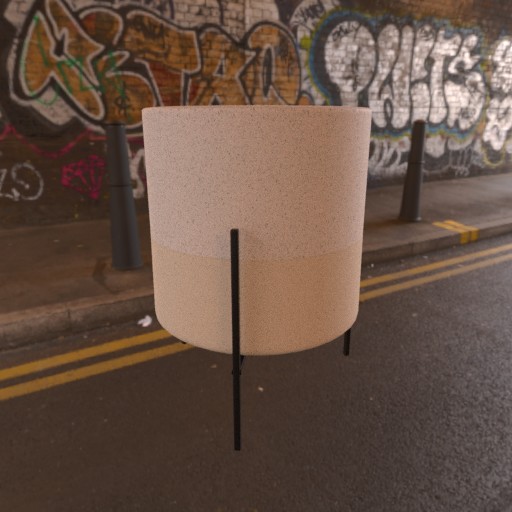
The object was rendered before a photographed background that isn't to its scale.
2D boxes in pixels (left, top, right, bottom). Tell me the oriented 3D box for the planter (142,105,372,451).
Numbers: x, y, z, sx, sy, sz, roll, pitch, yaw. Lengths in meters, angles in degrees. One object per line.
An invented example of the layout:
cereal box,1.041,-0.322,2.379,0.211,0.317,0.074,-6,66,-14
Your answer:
planter,0.000,0.000,0.666,0.313,0.423,0.335,2,18,7
